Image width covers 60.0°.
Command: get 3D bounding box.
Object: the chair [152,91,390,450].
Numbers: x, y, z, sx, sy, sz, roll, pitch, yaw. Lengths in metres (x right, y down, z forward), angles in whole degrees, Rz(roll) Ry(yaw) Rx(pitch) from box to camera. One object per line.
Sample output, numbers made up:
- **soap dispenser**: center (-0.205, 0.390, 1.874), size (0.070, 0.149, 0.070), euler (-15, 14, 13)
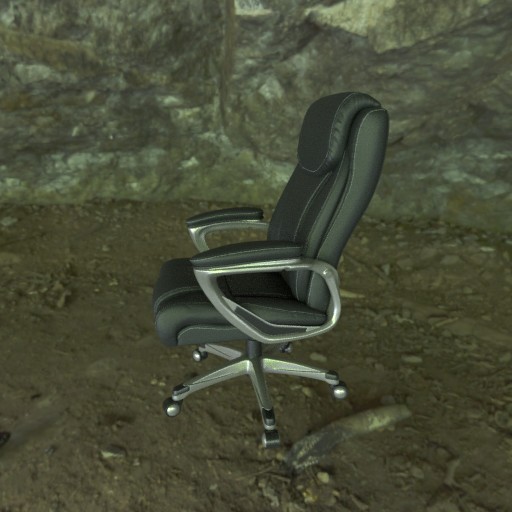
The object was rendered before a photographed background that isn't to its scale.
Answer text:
- **chair**: center (0.000, 0.000, 1.681), size (0.784, 1.167, 0.741), euler (-3, 16, -10)
